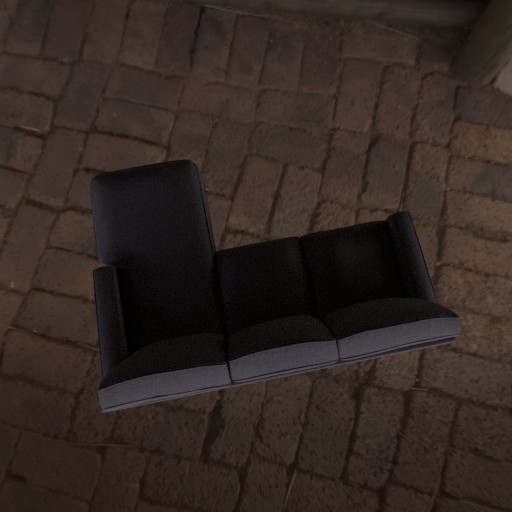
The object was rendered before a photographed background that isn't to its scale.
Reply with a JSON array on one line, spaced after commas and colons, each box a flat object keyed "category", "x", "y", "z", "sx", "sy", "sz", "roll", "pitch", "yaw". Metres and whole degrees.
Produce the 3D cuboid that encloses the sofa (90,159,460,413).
[{"category": "sofa", "x": 0.000, "y": 0.000, "z": 3.326, "sx": 2.370, "sy": 0.973, "sz": 1.790, "roll": -11, "pitch": 75, "yaw": -3}]
